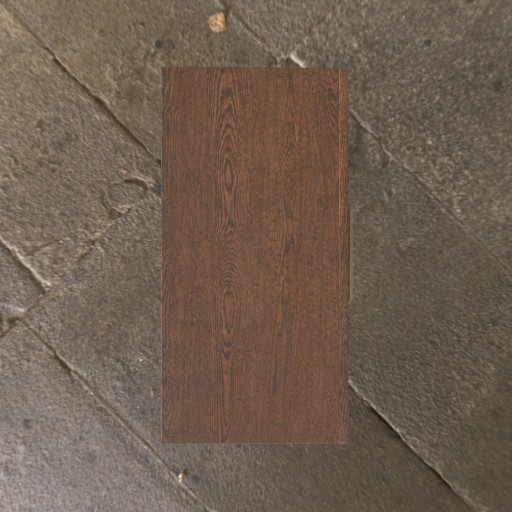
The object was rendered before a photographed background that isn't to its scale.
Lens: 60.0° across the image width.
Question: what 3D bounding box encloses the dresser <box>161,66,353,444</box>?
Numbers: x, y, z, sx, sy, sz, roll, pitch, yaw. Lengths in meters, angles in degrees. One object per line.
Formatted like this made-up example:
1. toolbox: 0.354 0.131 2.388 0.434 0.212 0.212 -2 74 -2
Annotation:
1. dresser: 0.000 0.000 1.795 0.508 1.321 0.965 0 90 -1
